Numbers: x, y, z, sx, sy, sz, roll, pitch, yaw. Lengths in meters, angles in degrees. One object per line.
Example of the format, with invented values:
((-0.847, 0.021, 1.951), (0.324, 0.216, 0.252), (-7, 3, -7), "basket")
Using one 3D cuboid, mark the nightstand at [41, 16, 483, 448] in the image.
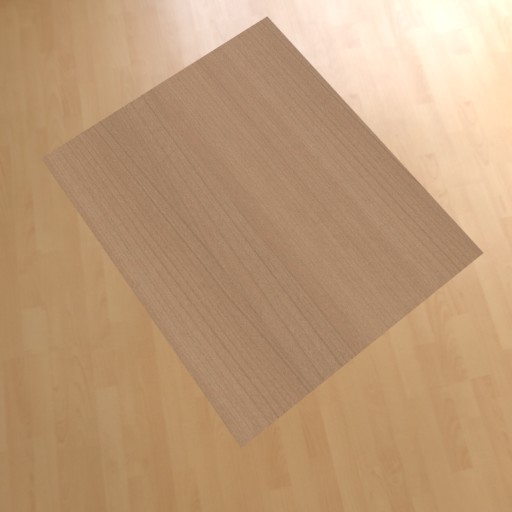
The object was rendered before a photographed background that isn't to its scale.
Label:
((0.000, 0.000, 0.832), (0.380, 0.530, 0.450), (-36, 78, -9), "nightstand")
